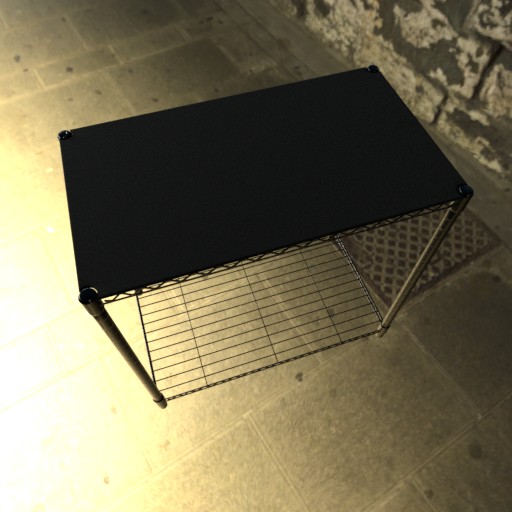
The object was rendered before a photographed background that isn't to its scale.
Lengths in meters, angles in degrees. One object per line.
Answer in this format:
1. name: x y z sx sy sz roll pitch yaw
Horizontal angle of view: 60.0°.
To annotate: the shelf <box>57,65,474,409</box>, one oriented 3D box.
1. shelf: 0.000 0.000 0.937 0.589 0.564 0.338 -16 59 -10
